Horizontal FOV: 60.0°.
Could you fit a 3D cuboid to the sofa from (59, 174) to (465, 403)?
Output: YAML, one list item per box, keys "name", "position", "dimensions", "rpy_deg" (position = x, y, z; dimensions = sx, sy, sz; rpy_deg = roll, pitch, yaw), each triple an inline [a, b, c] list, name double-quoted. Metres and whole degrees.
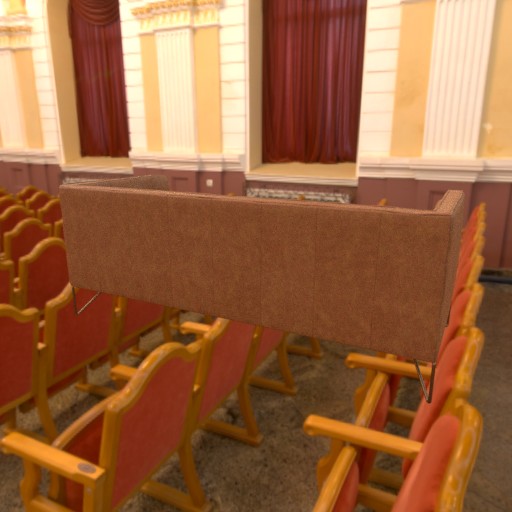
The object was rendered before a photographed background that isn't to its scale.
- name: "sofa"
  position: [0.000, 0.000, 2.528]
  dimensions: [2.079, 0.798, 0.912]
  rpy_deg: [8, 17, 26]
